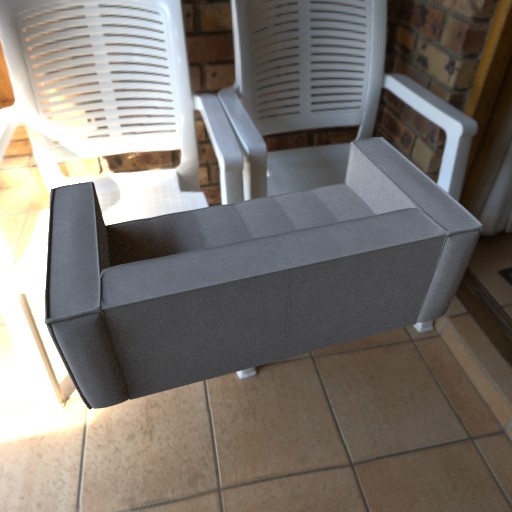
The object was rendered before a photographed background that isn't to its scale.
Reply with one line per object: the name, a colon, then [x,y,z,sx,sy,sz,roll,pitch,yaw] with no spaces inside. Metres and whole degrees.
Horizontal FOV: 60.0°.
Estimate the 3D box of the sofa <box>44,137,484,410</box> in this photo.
sofa: [0.000,0.000,2.421,1.995,0.680,1.038,-12,42,-13]
